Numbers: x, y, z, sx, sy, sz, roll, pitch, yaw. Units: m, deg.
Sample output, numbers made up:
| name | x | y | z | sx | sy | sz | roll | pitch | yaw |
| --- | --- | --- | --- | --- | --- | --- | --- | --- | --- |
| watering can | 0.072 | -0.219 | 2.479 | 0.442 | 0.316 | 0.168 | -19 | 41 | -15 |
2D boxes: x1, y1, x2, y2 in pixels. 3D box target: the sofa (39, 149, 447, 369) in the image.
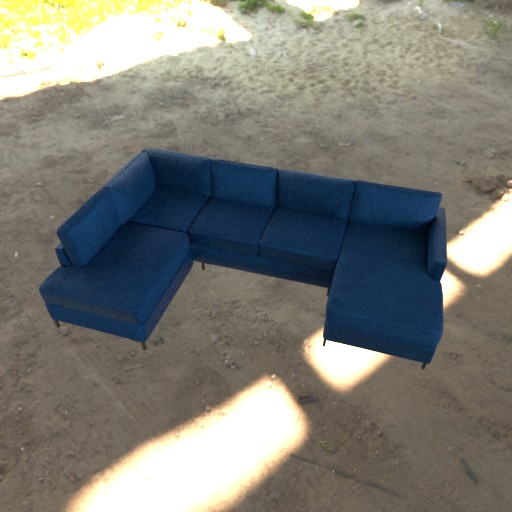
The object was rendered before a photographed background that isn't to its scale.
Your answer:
| name | x | y | z | sx | sy | sz | roll | pitch | yaw |
| --- | --- | --- | --- | --- | --- | --- | --- | --- | --- |
| sofa | 0.000 | 0.000 | 4.272 | 3.434 | 0.992 | 2.055 | 11 | 42 | 13 |
